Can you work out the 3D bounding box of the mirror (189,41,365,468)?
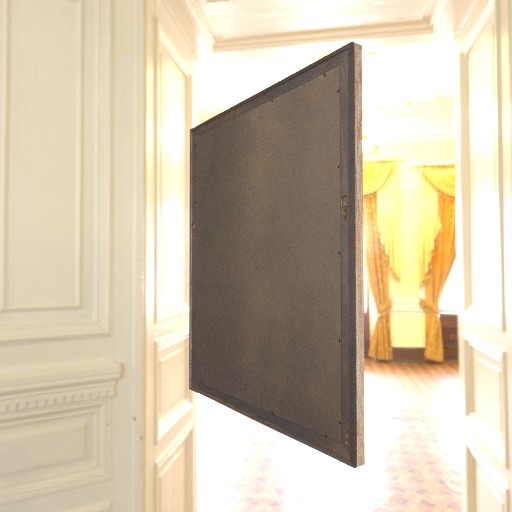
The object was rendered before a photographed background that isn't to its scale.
[{"bbox_3d":[0.000,0.000,1.219,0.032,0.882,0.730,1,-2,-36],"label":"mirror"}]
